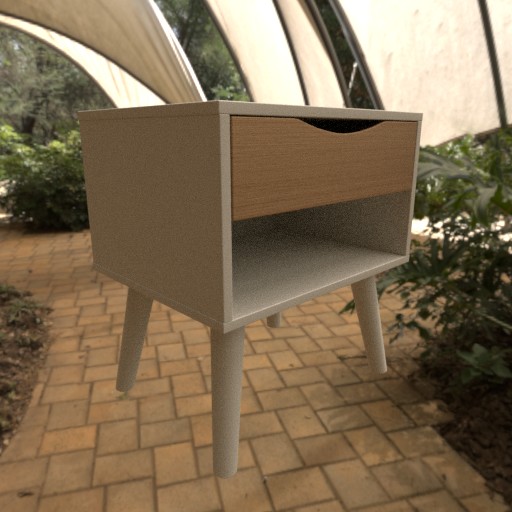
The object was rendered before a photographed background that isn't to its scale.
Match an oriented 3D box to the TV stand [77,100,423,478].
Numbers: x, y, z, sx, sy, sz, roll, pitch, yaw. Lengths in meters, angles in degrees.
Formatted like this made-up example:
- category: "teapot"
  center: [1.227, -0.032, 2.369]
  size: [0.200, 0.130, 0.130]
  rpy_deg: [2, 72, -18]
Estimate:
- category: "TV stand"
  center: [0.000, 0.000, 0.905]
  size: [0.508, 0.559, 0.405]
  rpy_deg: [-14, 21, -42]
